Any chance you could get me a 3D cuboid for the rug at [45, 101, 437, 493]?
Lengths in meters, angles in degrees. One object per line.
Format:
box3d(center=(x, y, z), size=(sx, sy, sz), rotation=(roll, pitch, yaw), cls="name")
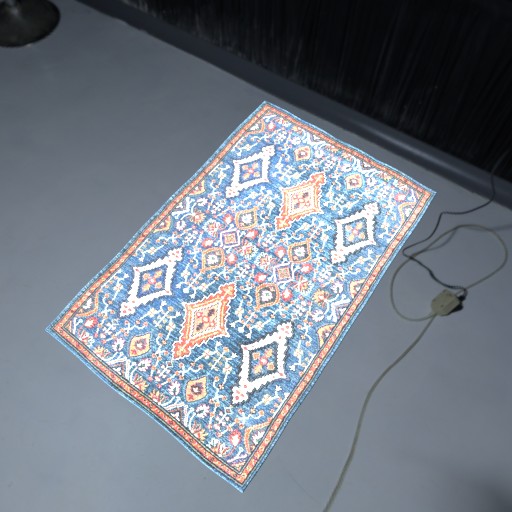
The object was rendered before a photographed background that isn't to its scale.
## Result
box3d(center=(0.000, 0.000, 2.307), size=(1.195, 0.014, 1.847), rotation=(33, 68, 15), cls="rug")
